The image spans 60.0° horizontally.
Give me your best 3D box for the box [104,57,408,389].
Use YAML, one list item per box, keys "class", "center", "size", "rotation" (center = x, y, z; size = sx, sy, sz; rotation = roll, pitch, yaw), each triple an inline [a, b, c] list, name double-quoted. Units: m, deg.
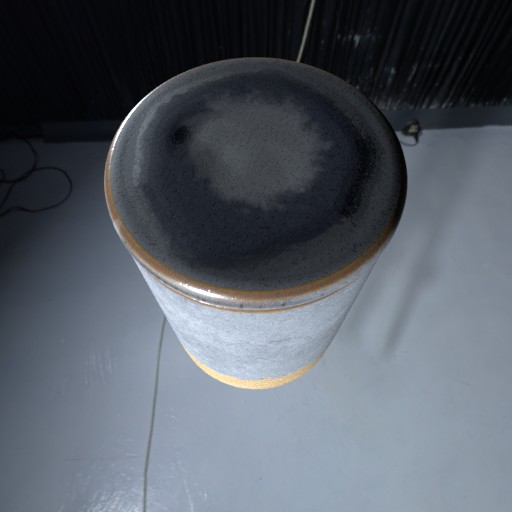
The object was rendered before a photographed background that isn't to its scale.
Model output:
- class: "box"
  center: [0.000, 0.000, 0.245]
  size: [0.118, 0.168, 0.118]
  rotation: [0, 63, 0]
